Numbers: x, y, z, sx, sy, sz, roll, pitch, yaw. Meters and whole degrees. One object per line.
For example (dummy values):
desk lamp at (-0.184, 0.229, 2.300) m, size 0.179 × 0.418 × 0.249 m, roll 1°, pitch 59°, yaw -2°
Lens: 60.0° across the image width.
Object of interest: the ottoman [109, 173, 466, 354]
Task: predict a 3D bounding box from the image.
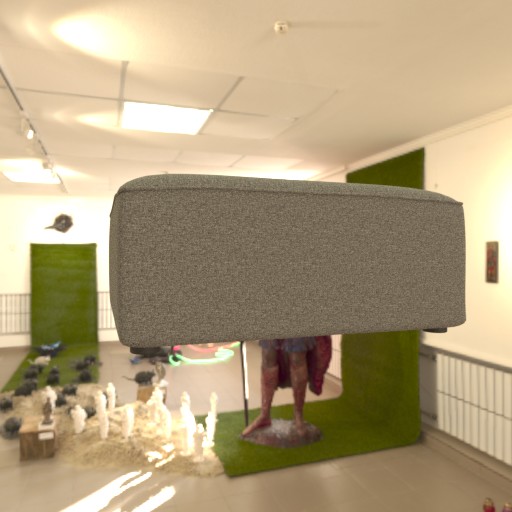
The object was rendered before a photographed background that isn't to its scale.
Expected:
ottoman at (0.000, 0.000, 1.634) m, size 1.015 × 0.464 × 1.005 m, roll 0°, pitch 0°, yaw -19°
